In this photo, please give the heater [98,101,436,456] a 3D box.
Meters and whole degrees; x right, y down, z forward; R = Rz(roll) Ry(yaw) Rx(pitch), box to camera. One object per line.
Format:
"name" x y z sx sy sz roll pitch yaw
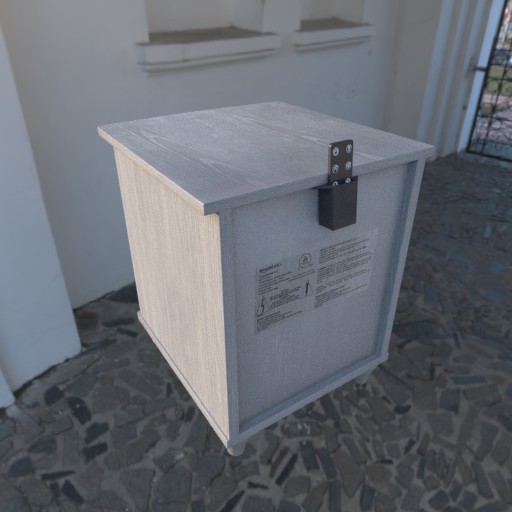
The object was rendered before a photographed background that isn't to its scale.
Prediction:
"heater" 0.000 0.000 0.761 0.362 0.481 0.400 -18 35 -28
